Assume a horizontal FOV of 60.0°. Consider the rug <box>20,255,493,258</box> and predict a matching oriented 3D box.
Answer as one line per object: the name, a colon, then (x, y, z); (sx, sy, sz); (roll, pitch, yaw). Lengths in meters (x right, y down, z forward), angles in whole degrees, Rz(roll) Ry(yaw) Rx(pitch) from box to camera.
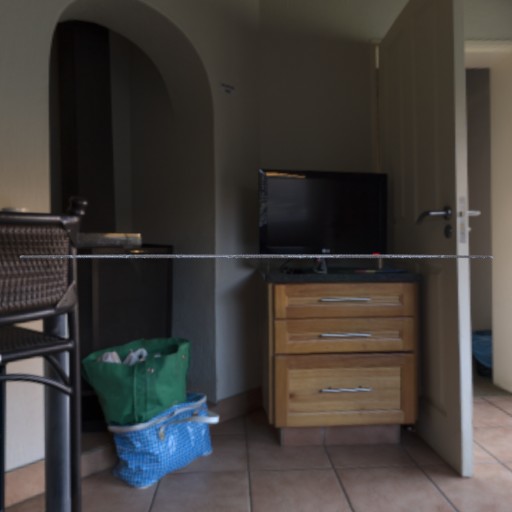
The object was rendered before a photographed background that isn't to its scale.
rug: (0.000, 0.000, 3.063); (2.457, 0.012, 1.541); (0, 0, -1)
